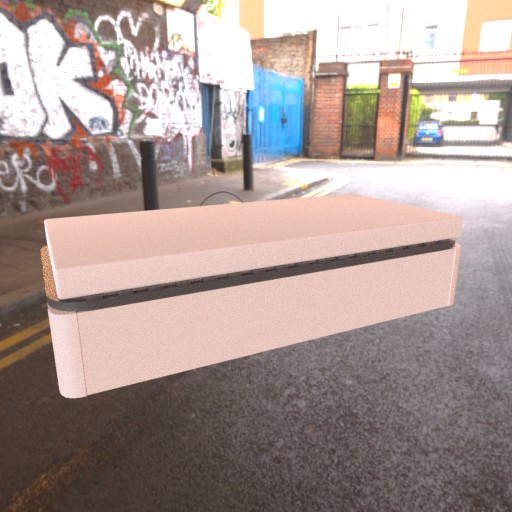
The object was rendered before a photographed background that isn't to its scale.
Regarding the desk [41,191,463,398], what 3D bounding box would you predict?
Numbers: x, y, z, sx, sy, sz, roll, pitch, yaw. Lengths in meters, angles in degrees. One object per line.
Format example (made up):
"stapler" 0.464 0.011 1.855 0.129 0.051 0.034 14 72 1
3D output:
"desk" 0.000 0.000 2.193 1.900 0.526 0.900 -8 18 -25
